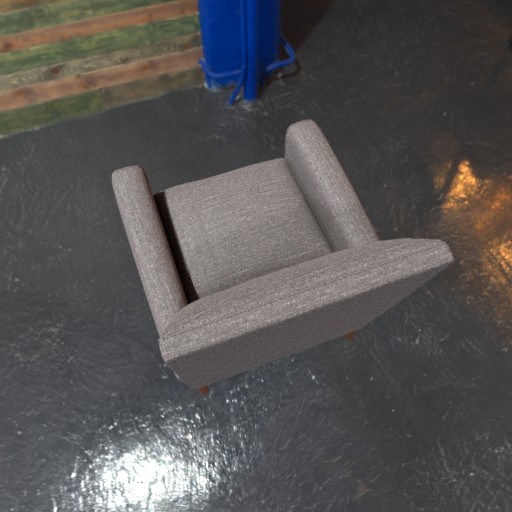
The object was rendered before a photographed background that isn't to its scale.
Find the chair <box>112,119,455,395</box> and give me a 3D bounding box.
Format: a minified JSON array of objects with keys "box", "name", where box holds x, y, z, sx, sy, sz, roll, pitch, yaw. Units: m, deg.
[{"box":[0.000,0.000,1.635,0.838,0.885,0.875,-18,60,-11],"name":"chair"}]
